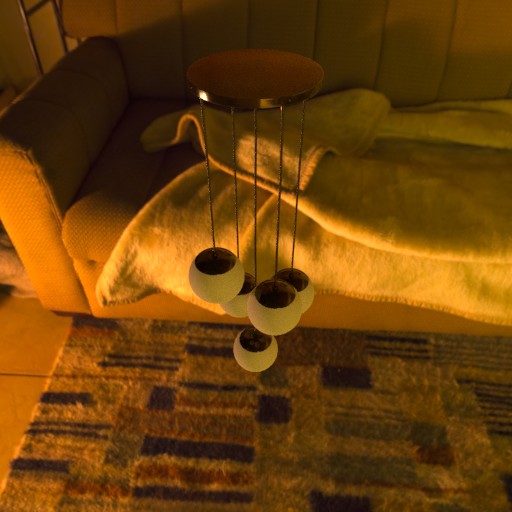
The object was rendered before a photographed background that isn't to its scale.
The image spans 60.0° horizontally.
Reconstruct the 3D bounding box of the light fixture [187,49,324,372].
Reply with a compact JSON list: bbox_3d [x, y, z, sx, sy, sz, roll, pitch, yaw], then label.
[{"bbox_3d":[0.000,0.000,1.551,0.489,1.271,0.484,-11,44,-12],"label":"light fixture"}]
